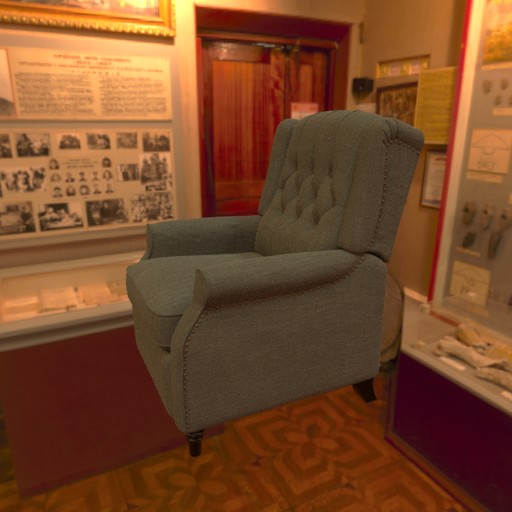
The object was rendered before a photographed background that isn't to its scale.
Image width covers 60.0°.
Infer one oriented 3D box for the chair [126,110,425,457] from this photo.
[{"bbox_3d":[0.000,0.000,1.642,0.898,1.035,0.742,-8,19,-24],"label":"chair"}]
